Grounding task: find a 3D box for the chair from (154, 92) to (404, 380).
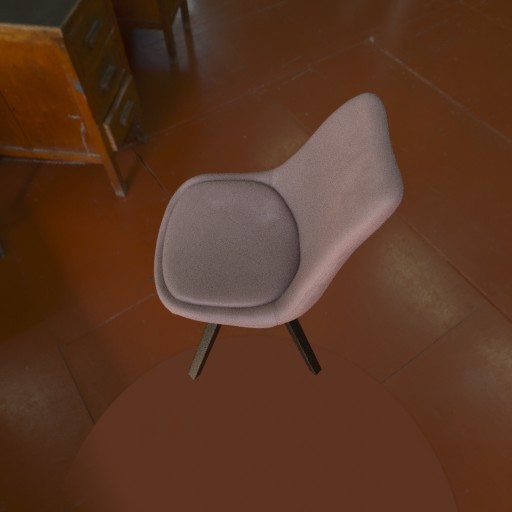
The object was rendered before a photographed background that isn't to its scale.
[{"bbox_3d":[0.000,0.000,1.232,0.547,0.865,0.483,0,58,0],"label":"chair"}]
